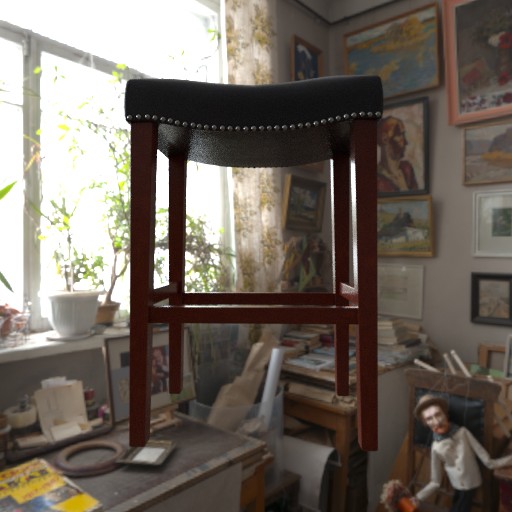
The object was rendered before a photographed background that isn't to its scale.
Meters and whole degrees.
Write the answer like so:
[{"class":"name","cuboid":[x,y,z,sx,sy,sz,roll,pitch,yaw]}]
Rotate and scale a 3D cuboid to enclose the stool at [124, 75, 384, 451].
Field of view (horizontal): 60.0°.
[{"class":"stool","cuboid":[0.000,0.000,1.030,0.504,0.742,0.372,0,0,2]}]
